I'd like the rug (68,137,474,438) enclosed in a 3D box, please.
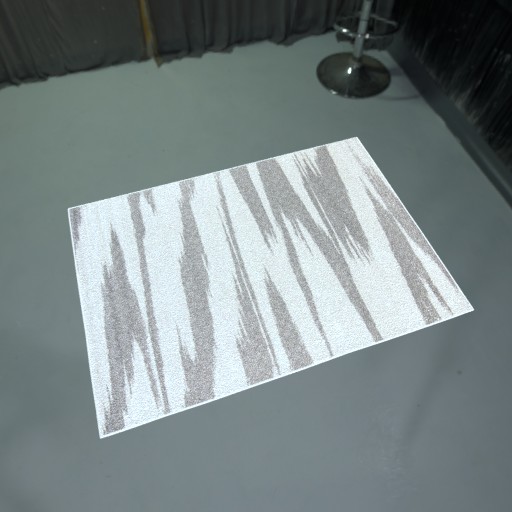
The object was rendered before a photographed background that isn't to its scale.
[{"bbox_3d":[0.000,0.000,2.756,2.142,0.010,1.533,-16,58,-10],"label":"rug"}]
